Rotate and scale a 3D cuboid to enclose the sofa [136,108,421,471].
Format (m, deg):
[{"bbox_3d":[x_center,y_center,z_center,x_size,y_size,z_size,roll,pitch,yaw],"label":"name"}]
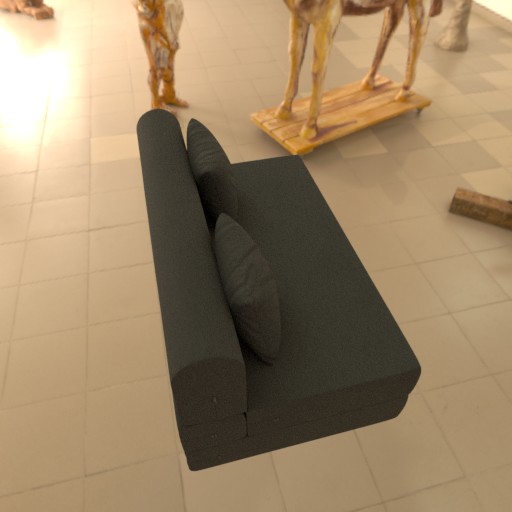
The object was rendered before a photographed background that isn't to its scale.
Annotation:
[{"bbox_3d":[0.000,0.000,1.703,0.762,0.670,1.225,-10,47,-10],"label":"sofa"}]
